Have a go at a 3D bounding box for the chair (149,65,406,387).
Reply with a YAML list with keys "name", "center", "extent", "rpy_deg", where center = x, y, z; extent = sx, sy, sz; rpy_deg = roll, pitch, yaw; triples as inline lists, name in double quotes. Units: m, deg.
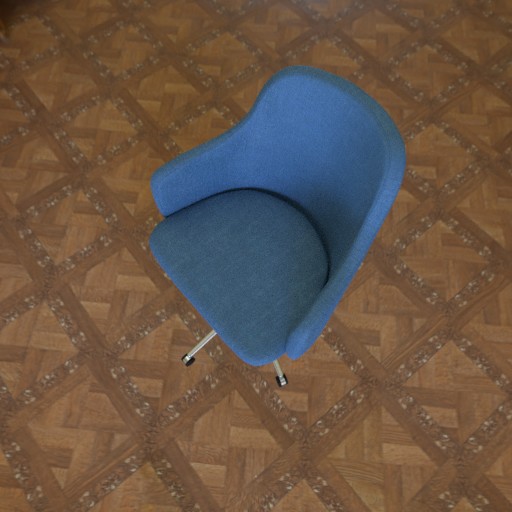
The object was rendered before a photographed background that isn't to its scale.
- name: "chair"
  center: [0.000, 0.000, 1.263]
  extent: [0.655, 0.820, 0.599]
  rpy_deg: [-37, 69, -17]
